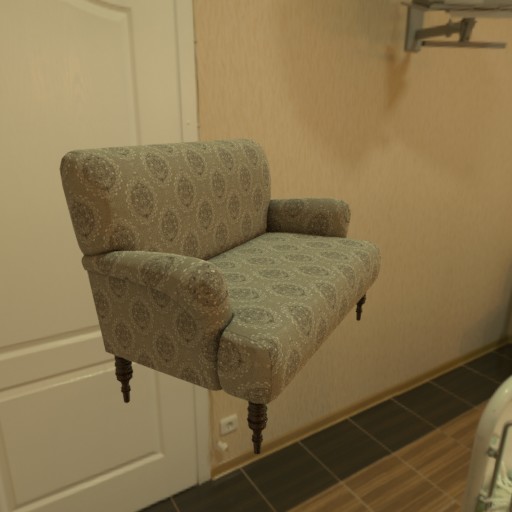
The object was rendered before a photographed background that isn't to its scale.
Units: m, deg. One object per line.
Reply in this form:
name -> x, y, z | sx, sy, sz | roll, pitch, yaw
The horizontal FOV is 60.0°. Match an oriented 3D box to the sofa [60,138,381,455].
sofa -> 0.000, 0.000, 1.822 | 0.779, 0.889, 1.297 | 9, 19, 27
